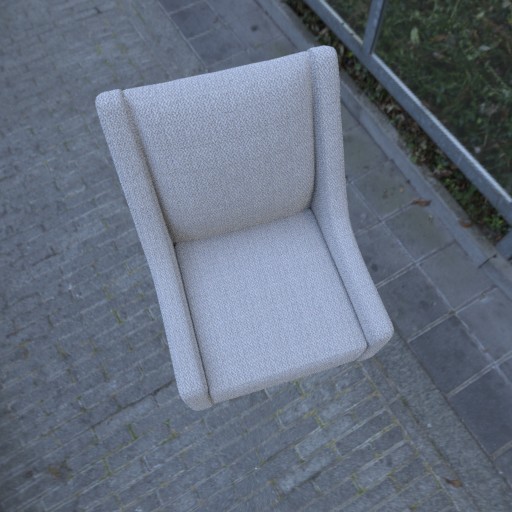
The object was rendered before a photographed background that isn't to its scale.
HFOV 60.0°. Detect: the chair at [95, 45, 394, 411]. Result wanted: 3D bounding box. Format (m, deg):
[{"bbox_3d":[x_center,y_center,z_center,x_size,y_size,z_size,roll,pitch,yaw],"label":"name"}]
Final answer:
[{"bbox_3d":[0.000,0.000,1.623,0.774,1.014,0.870,-15,65,-7],"label":"chair"}]
